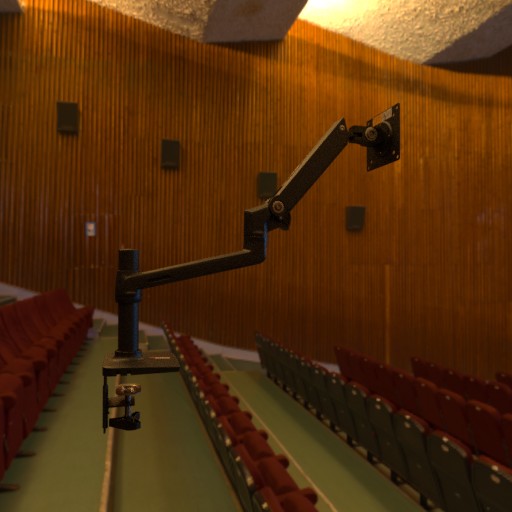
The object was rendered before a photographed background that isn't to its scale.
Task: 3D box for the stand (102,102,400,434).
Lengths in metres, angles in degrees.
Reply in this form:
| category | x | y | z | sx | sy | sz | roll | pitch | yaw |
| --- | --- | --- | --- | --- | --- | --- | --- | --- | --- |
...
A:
| category | x | y | z | sx | sy | sz | roll | pitch | yaw |
| --- | --- | --- | --- | --- | --- | --- | --- | --- | --- |
| stand | 0.000 | 0.000 | 0.999 | 0.650 | 0.713 | 0.152 | 0 | -1 | -16 |
